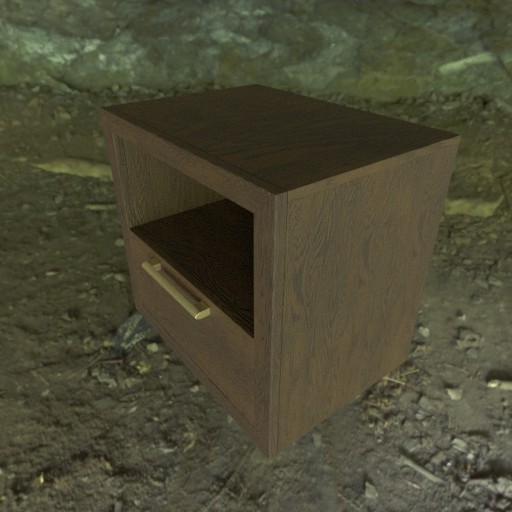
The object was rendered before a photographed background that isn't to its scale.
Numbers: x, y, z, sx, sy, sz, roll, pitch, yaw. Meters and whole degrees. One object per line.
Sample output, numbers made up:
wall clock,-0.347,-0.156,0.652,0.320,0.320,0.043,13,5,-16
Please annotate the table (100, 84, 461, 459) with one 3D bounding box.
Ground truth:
table,0.000,0.000,0.970,0.439,0.585,0.560,-22,38,-32
